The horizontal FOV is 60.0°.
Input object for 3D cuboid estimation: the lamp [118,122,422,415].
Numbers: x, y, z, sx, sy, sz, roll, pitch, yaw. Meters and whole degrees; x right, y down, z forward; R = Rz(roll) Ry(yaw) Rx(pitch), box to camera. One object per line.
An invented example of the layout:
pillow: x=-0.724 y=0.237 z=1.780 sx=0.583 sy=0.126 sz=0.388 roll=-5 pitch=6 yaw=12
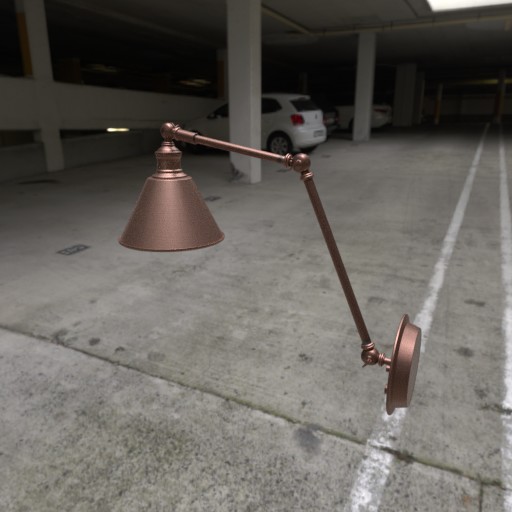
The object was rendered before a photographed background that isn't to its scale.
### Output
lamp: x=0.000 y=0.000 z=0.867 sx=0.624 sy=0.502 sz=0.223 roll=8 pitch=18 yaw=26
